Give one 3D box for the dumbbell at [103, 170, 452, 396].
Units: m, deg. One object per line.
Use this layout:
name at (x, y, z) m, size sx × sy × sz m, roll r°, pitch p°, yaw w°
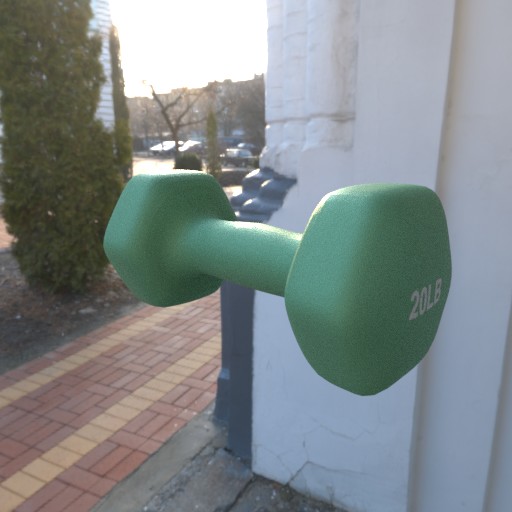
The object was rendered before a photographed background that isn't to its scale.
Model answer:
dumbbell at (0.000, 0.000, 0.328) m, size 0.260 × 0.117 × 0.129 m, roll 14°, pitch 19°, yaw 43°
